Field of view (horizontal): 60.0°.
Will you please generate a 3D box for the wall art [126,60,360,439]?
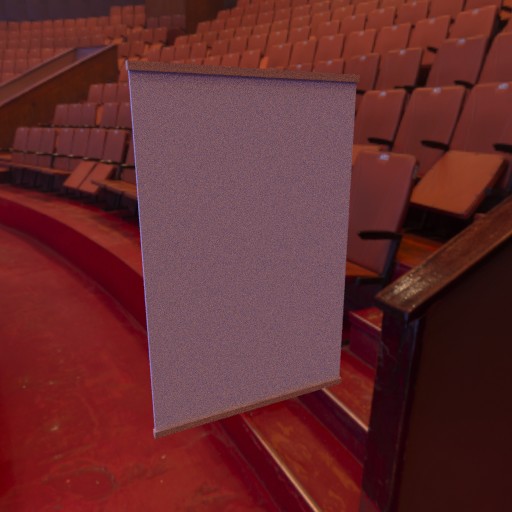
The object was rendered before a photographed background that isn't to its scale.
[{"bbox_3d":[0.000,0.000,1.940,0.990,1.519,0.030,-8,18,-25],"label":"wall art"}]
